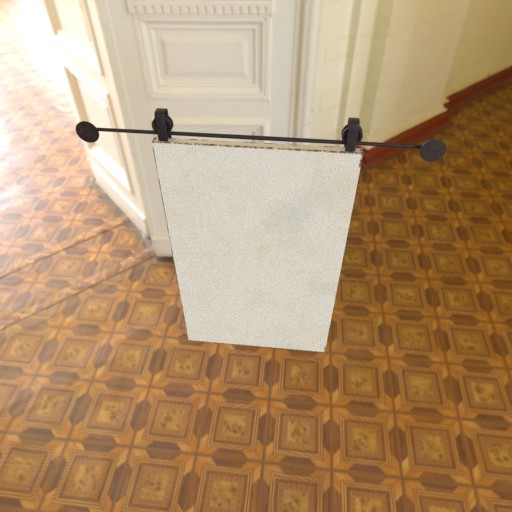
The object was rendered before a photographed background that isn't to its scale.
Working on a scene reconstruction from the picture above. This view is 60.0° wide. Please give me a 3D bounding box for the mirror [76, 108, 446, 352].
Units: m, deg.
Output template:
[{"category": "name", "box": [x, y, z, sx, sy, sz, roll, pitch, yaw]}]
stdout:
[{"category": "mirror", "box": [0.000, 0.000, 1.235, 0.808, 0.844, 0.037, 4, 45, 4]}]
